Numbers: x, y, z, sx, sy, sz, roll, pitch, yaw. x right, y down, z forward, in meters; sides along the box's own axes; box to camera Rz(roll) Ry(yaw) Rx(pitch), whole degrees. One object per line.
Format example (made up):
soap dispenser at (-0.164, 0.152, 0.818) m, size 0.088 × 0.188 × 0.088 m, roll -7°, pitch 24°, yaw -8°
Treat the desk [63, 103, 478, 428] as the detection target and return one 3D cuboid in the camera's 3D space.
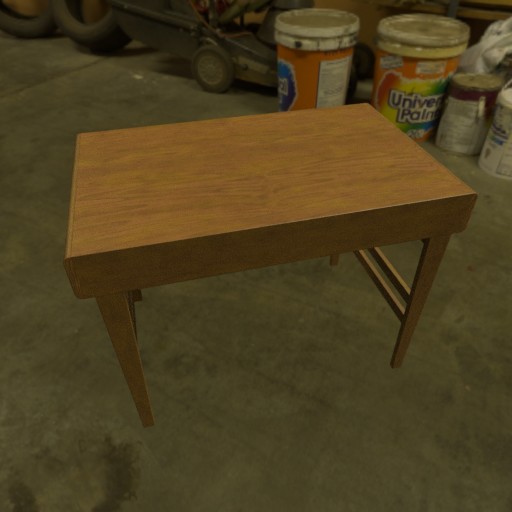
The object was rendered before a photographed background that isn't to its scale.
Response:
desk at (0.000, 0.000, 1.571) m, size 1.066 × 0.754 × 0.660 m, roll -10°, pitch 41°, yaw -11°
